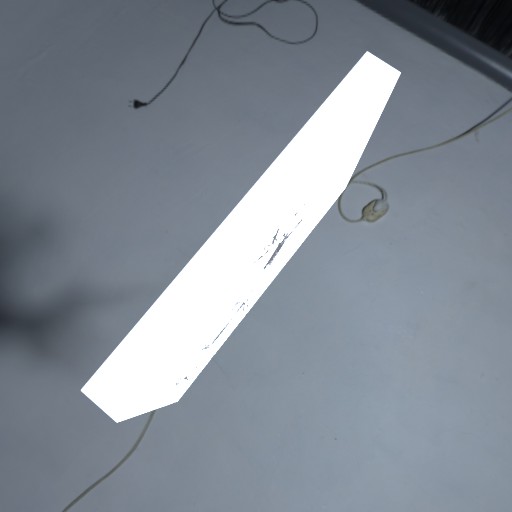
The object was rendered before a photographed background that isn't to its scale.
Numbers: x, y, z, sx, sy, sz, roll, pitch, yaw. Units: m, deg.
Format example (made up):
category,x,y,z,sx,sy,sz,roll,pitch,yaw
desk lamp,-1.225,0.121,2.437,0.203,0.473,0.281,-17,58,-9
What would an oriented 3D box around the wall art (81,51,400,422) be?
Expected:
category,x,y,z,sx,sy,sz,roll,pitch,yaw
wall art,0.000,0.000,0.493,0.038,0.259,0.381,37,78,9
